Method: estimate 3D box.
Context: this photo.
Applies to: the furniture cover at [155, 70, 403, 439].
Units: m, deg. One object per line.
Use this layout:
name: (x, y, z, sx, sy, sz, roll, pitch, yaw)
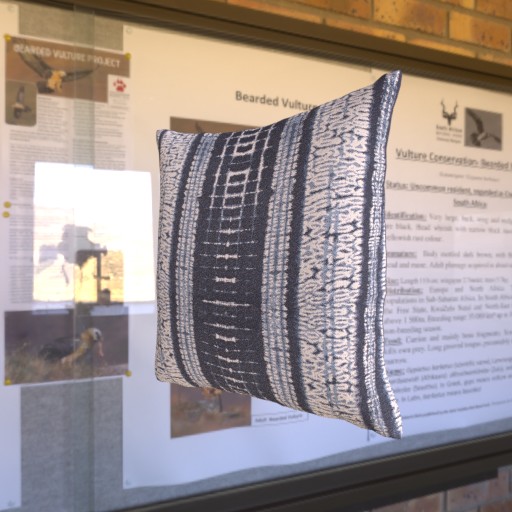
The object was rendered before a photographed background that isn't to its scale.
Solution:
furniture cover: (0.000, 0.000, 0.643, 0.425, 0.435, 0.133, 0, 1, 36)
